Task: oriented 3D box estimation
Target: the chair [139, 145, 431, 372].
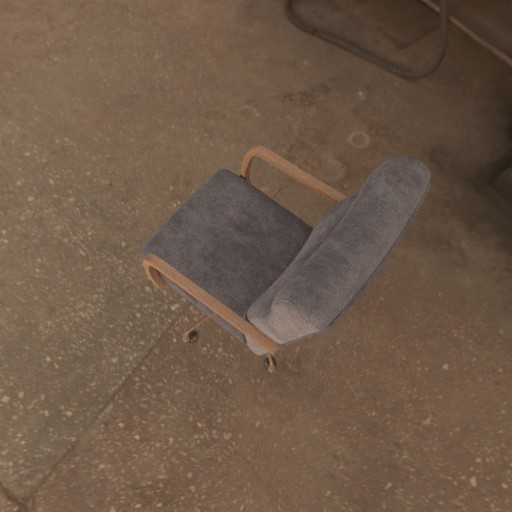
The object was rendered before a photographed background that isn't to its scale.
[{"bbox_3d":[0.000,0.000,1.498,0.741,1.029,0.640,34,69,15],"label":"chair"}]
